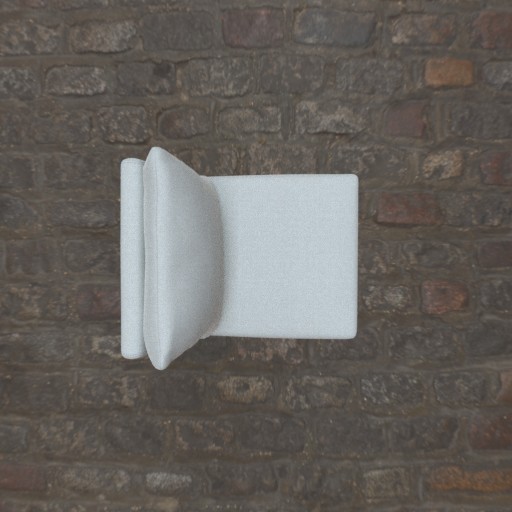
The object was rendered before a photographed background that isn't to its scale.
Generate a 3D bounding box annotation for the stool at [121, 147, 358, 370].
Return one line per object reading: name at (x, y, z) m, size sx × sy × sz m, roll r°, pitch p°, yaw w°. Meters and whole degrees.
stool at (0.000, 0.000, 1.428) m, size 0.572 × 1.125 × 0.463 m, roll 0°, pitch 91°, yaw 0°
